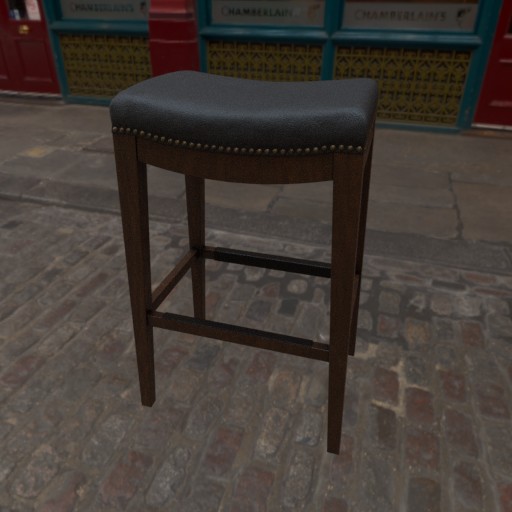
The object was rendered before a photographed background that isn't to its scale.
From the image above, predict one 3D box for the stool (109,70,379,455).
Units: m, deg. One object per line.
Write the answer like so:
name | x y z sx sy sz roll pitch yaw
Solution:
stool | 0.000 0.000 1.027 0.500 0.765 0.361 9 31 14
